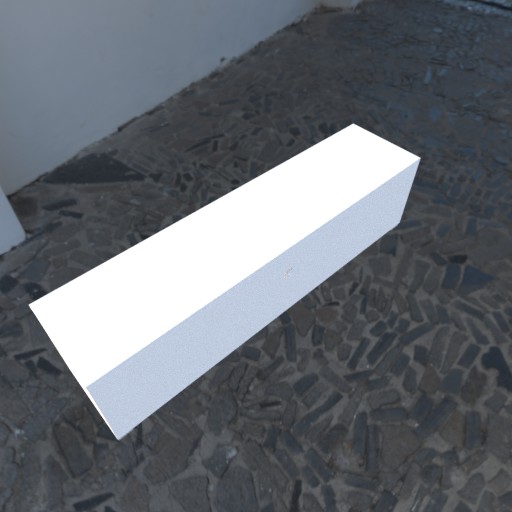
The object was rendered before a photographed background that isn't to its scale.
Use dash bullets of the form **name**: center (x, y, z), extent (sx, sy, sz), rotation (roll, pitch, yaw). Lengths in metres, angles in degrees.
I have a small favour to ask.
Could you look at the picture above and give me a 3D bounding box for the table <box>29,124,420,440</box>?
- **table**: center (0.000, 0.000, 1.879), extent (1.650, 0.420, 0.390), rotation (-34, 56, -27)
